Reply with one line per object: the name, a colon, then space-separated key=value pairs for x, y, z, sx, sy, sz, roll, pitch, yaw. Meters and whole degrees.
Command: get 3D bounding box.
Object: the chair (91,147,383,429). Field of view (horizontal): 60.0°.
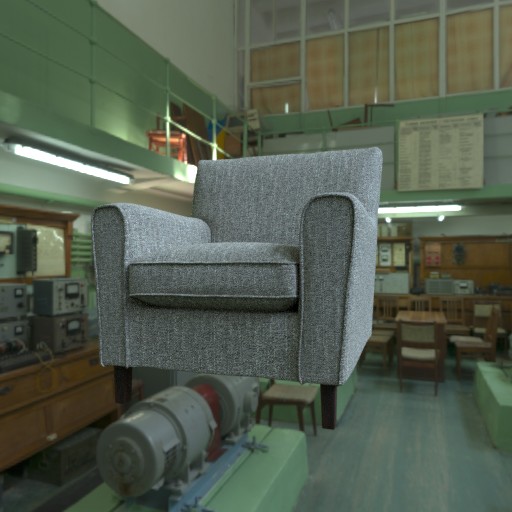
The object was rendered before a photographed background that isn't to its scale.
chair: x=0.000 y=0.000 z=1.633 sx=0.864 sy=0.928 sz=0.873 roll=0 pitch=0 yaw=18
